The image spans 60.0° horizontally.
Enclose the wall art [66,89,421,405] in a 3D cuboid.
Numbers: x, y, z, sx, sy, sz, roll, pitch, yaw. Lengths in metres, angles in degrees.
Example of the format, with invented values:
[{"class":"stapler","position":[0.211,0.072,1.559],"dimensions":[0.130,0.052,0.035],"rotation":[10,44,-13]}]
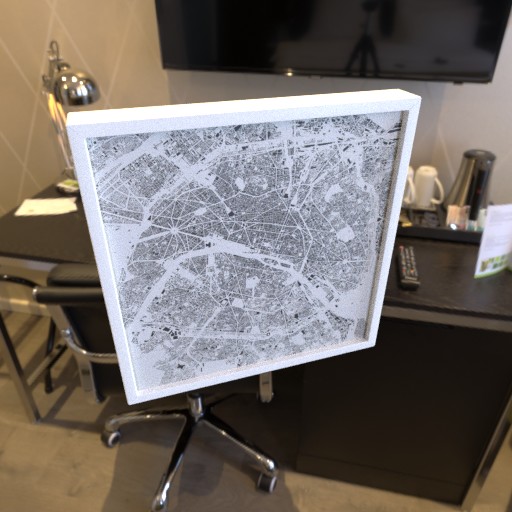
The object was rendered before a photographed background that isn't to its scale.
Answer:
[{"class":"wall art","position":[0.000,0.000,0.458],"dimensions":[0.305,0.305,0.038],"rotation":[-10,33,-15]}]
